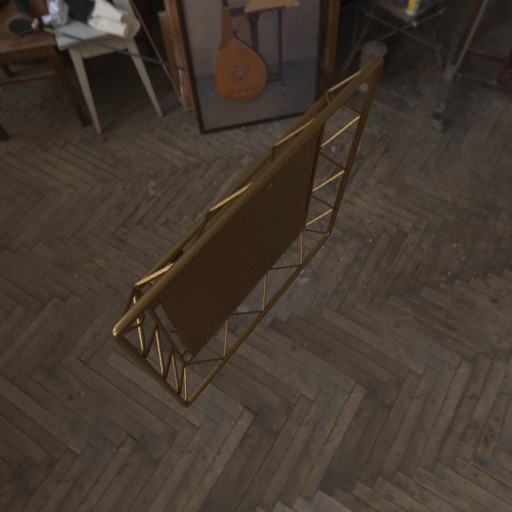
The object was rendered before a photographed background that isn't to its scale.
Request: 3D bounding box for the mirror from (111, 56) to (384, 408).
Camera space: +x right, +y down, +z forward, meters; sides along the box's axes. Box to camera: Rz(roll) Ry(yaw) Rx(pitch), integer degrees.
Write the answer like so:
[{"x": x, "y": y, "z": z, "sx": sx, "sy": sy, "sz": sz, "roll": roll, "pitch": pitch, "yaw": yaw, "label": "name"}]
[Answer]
[{"x": 0.000, "y": 0.000, "z": 0.612, "sx": 0.046, "sy": 0.414, "sz": 0.416, "roll": 35, "pitch": 69, "yaw": 16, "label": "mirror"}]
